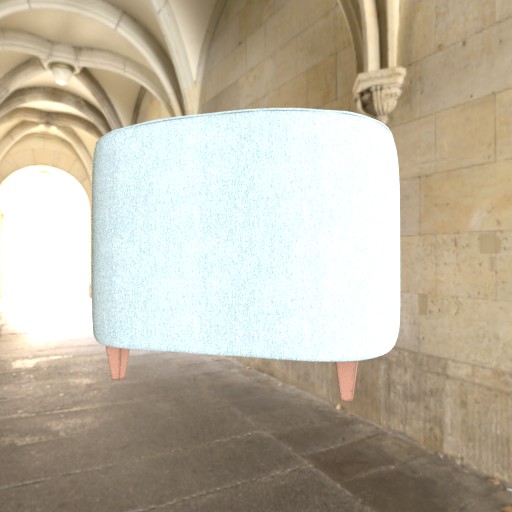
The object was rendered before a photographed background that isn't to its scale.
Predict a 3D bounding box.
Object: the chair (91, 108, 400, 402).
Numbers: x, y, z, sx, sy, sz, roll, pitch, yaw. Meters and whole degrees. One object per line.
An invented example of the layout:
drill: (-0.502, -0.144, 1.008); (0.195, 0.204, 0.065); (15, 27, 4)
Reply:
chair: (0.000, 0.000, 1.760); (1.094, 0.852, 0.945); (0, 0, 17)
